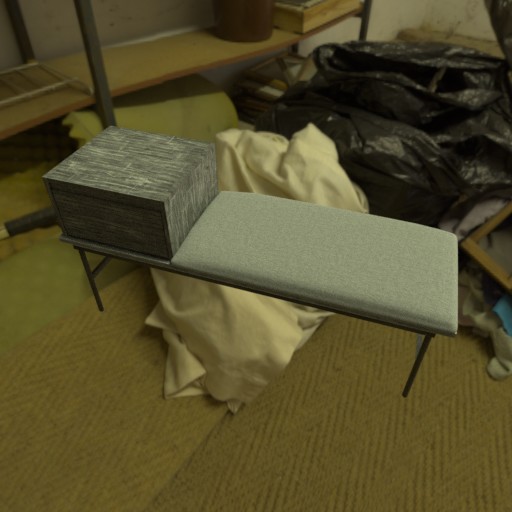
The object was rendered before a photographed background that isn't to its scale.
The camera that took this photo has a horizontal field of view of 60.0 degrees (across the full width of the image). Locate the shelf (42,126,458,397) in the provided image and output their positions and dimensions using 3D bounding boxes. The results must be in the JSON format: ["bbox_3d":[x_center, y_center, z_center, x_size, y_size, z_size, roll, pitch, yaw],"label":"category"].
[{"bbox_3d":[0.000,0.000,1.616,1.342,0.633,0.457,13,43,14],"label":"shelf"}]
